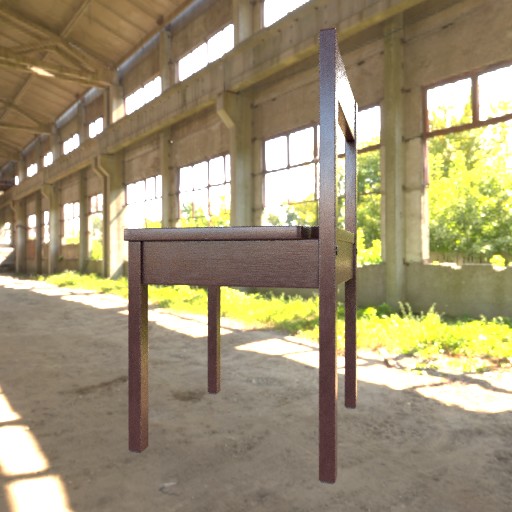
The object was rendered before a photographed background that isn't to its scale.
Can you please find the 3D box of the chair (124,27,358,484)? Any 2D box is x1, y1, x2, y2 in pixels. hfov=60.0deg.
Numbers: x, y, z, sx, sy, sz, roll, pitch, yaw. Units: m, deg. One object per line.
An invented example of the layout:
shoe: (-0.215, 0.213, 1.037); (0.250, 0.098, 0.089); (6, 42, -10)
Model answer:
chair: (0.000, 0.000, 0.868); (0.361, 0.668, 0.367); (0, 0, 18)
